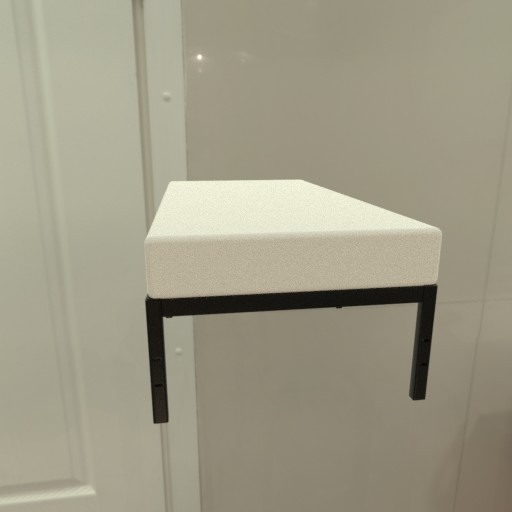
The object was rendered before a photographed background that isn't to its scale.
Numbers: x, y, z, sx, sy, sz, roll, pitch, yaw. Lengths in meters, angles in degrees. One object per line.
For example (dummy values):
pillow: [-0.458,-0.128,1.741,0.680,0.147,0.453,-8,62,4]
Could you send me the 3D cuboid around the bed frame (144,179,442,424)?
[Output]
bed frame: [0.000,0.000,2.447,1.023,0.659,1.950,-2,15,-8]
